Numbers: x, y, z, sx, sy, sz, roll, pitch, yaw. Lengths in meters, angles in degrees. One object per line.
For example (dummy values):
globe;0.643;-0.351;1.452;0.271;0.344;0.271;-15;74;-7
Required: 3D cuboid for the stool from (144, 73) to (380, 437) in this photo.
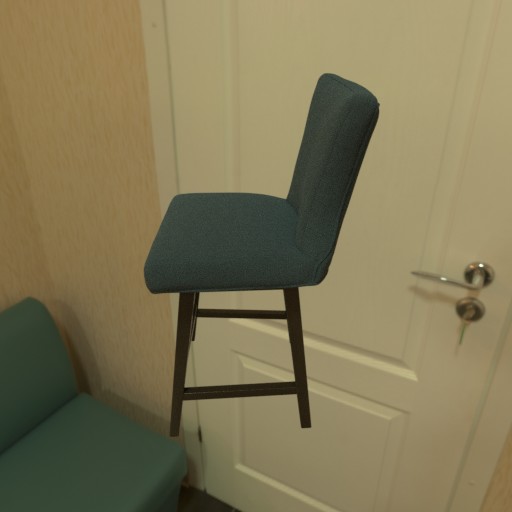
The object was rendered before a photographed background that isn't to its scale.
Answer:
stool;0.000;0.000;1.359;0.574;1.000;0.514;0;28;-1
